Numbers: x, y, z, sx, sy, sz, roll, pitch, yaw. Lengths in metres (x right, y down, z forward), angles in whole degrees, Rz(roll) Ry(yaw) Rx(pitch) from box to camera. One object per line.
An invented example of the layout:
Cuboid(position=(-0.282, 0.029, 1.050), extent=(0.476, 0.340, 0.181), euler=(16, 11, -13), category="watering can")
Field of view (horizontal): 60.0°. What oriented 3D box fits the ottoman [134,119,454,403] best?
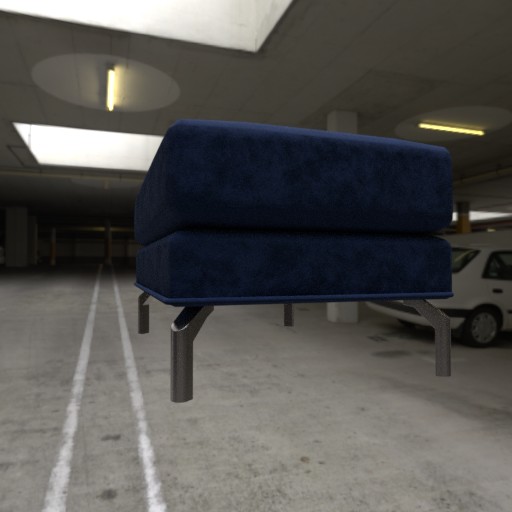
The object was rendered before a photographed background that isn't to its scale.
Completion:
Cuboid(position=(0.000, 0.000, 1.188), extent=(0.587, 0.498, 0.835), euler=(0, -1, -19), category="ottoman")
